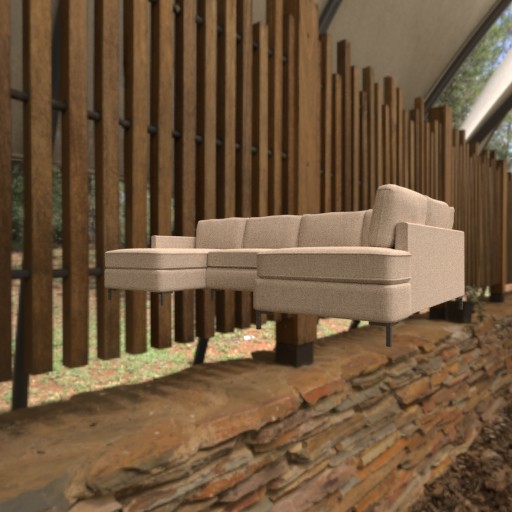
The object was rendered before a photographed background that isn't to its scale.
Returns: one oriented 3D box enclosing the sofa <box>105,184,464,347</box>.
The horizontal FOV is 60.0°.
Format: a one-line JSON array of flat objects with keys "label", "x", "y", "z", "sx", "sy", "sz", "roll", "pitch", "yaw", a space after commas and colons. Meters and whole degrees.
[{"label": "sofa", "x": 0.000, "y": 0.000, "z": 4.319, "sx": 3.423, "sy": 0.996, "sz": 2.021, "roll": 0, "pitch": 1, "yaw": 37}]
